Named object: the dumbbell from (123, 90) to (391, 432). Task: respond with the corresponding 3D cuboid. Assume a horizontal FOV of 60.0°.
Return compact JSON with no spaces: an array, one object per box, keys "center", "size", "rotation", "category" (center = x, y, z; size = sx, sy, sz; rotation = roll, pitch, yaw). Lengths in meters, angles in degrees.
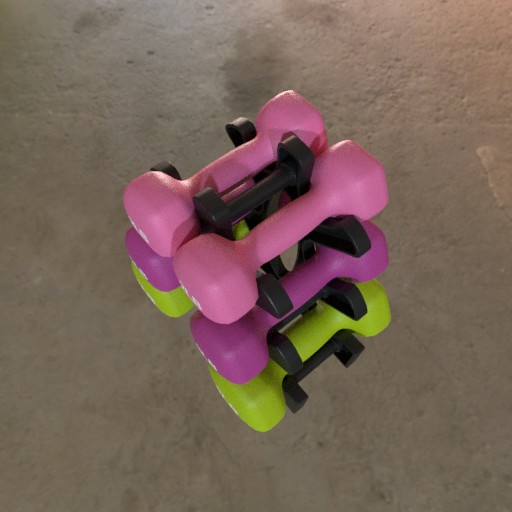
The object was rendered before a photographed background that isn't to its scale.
[{"center":[0.000,0.000,0.441],"size":[0.203,0.261,0.257],"rotation":[-35,67,-17],"category":"dumbbell"}]
